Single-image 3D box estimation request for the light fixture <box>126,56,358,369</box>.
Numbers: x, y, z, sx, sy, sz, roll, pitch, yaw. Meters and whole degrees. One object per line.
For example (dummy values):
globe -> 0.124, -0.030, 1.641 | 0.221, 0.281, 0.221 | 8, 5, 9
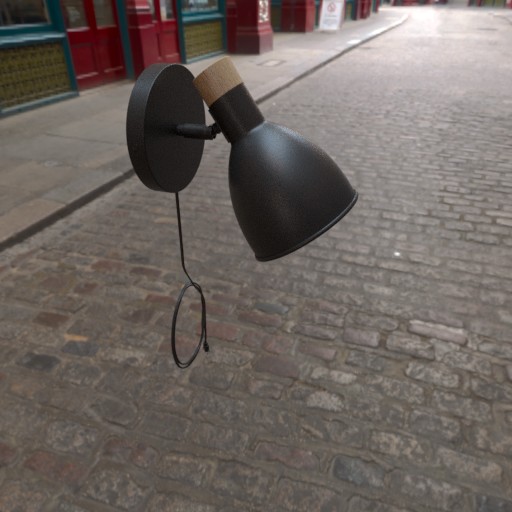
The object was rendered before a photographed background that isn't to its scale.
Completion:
light fixture -> 0.000, 0.000, 0.488 | 0.203, 0.401, 0.127 | 10, 32, 17
